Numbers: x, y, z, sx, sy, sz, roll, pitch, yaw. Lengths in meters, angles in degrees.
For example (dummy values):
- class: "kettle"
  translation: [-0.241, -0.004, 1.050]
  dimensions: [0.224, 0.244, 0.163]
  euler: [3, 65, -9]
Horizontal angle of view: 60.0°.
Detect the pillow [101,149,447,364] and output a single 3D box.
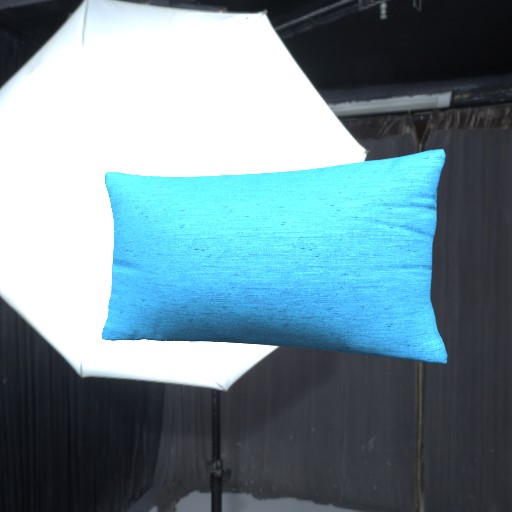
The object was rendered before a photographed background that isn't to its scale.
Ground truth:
- class: "pillow"
  translation: [0.000, 0.000, 0.798]
  dimensions: [0.633, 0.338, 0.210]
  euler: [0, 0, 18]
